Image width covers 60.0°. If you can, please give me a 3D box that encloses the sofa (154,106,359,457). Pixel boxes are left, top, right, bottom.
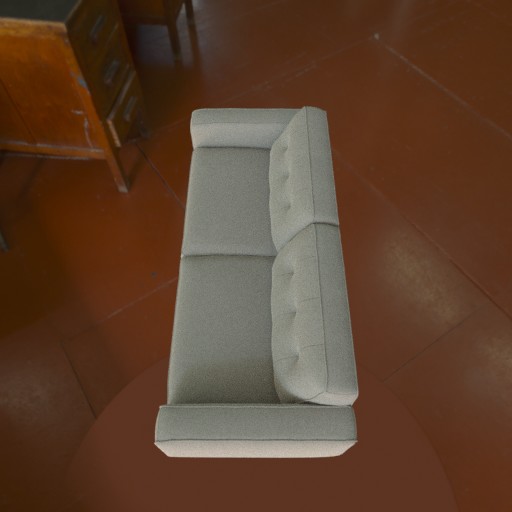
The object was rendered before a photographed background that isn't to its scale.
[{"bbox_3d":[0.000,0.000,2.754,0.956,0.781,2.270,0,59,0],"label":"sofa"}]
